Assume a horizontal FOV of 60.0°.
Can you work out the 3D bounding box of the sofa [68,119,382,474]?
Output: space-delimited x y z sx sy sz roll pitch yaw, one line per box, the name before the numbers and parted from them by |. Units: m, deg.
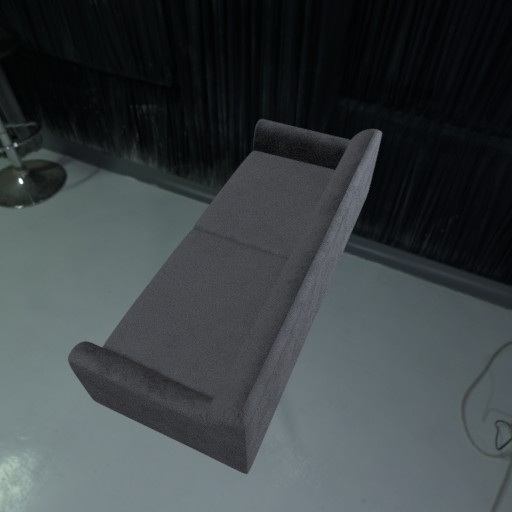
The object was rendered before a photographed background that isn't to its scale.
sofa | 0.000 0.000 2.675 0.900 0.740 2.190 18 51 16
